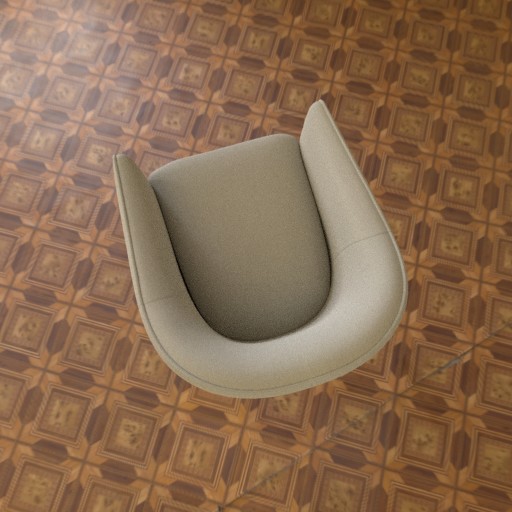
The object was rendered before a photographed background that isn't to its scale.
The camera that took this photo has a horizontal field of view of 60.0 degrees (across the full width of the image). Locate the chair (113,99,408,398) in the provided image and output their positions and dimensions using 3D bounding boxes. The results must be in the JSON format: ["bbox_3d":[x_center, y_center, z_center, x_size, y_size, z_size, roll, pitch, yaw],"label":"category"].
[{"bbox_3d":[0.000,0.000,1.480,0.747,0.799,0.875,-16,75,-5],"label":"chair"}]
